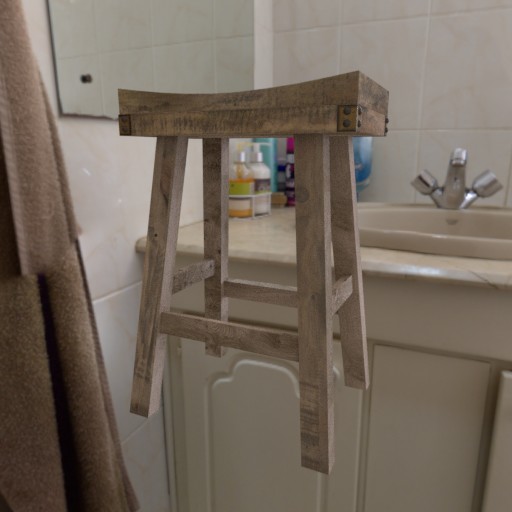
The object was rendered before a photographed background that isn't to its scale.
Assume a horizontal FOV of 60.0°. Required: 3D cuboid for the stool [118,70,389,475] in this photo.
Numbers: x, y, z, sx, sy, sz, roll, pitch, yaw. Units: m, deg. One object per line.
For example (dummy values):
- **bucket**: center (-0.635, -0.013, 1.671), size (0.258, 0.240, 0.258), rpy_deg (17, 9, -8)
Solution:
- **stool**: center (0.000, 0.000, 0.897), size (0.450, 0.635, 0.330), rpy_deg (6, 15, 25)
